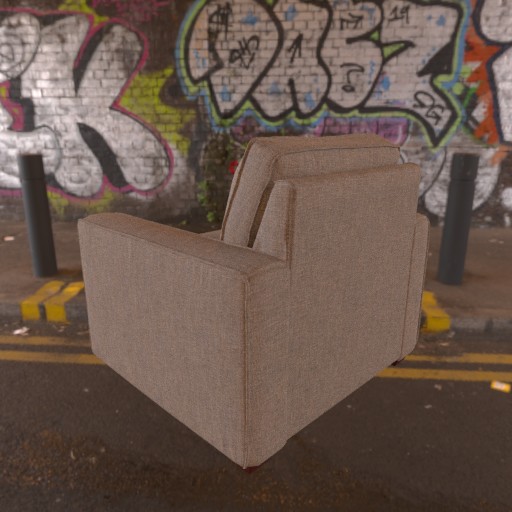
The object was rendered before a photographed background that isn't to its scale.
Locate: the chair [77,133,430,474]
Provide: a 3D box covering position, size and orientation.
[{"bbox_3d":[0.000,0.000,1.707,0.940,0.914,1.016,16,23,43],"label":"chair"}]
